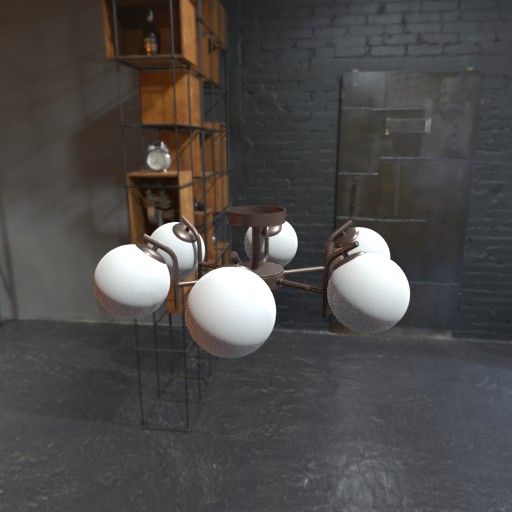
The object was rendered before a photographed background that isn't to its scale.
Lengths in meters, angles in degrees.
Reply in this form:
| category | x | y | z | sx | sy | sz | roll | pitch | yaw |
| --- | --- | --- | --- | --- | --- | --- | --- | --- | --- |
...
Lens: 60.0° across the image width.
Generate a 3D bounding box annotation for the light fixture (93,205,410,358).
| category | x | y | z | sx | sy | sz | roll | pitch | yaw |
| --- | --- | --- | --- | --- | --- | --- | --- | --- | --- |
| light fixture | 0.000 | 0.000 | 0.952 | 0.662 | 0.201 | 0.662 | 0 | 14 | 0 |
